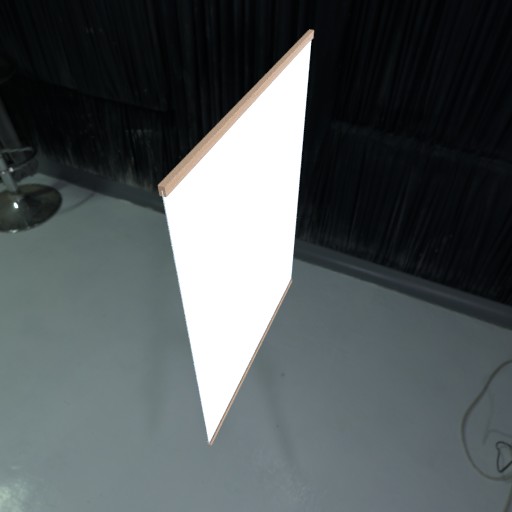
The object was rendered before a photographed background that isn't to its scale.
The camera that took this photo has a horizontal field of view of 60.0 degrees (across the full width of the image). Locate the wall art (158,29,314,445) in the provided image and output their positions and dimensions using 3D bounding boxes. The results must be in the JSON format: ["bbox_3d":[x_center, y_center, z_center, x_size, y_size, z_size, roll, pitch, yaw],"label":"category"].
[{"bbox_3d":[0.000,0.000,1.303,0.013,1.016,0.758,17,48,16],"label":"wall art"}]
